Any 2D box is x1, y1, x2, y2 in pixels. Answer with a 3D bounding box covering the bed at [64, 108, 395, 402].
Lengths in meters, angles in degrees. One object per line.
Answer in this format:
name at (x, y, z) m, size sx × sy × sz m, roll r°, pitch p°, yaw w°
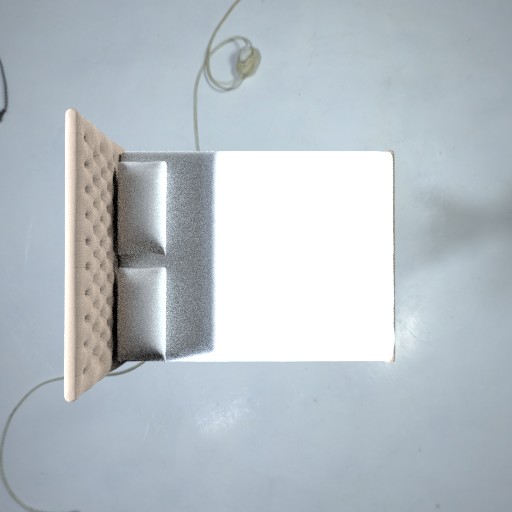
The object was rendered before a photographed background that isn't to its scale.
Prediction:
bed at (0.000, 0.000, 3.244) m, size 2.233 × 1.426 × 1.696 m, roll 0°, pitch 89°, yaw -1°
